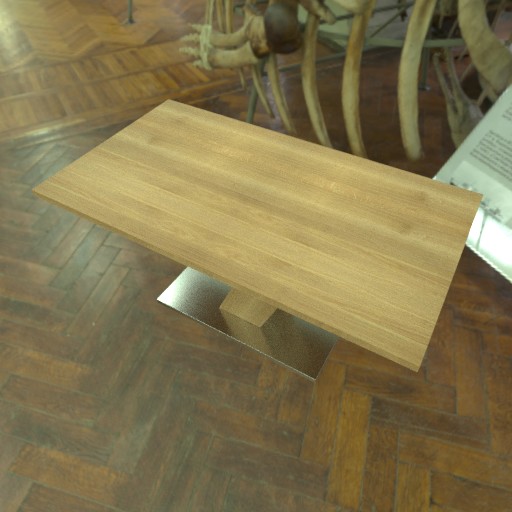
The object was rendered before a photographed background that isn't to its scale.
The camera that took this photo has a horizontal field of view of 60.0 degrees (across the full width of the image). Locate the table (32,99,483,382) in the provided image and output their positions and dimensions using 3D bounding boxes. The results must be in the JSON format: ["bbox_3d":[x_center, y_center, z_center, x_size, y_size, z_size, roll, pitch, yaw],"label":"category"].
[{"bbox_3d":[0.000,0.000,2.070,1.600,0.750,0.900,23,50,20],"label":"table"}]
